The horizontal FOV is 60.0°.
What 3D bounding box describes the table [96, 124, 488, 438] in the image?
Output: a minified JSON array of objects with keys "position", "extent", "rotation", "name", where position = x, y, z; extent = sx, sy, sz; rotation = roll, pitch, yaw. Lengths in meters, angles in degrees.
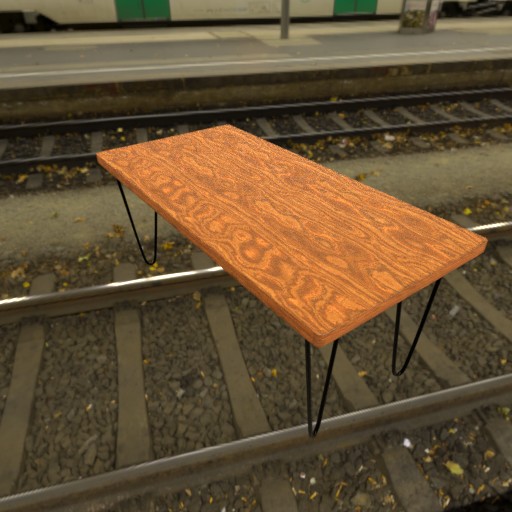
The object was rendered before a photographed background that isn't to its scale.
[{"position":[0.000,0.000,2.266],"extent":[0.883,0.753,1.791],"rotation":[-22,39,-30],"name":"table"}]
